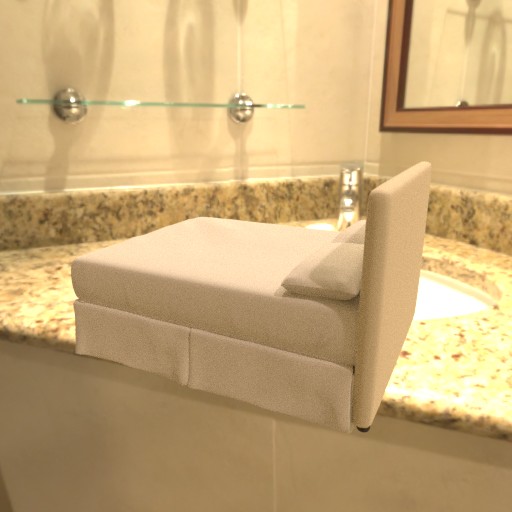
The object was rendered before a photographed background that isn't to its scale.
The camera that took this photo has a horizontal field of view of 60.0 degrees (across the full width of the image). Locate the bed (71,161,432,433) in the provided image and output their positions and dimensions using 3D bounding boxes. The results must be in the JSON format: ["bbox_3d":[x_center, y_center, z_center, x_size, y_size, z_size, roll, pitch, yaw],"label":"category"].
[{"bbox_3d":[0.000,0.000,3.256,2.147,1.330,1.714,8,19,26],"label":"bed"}]
